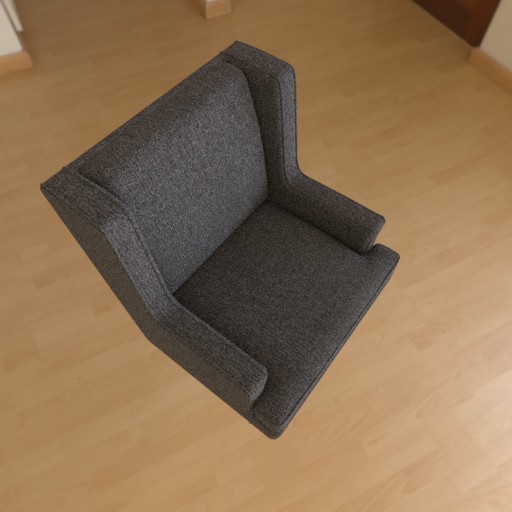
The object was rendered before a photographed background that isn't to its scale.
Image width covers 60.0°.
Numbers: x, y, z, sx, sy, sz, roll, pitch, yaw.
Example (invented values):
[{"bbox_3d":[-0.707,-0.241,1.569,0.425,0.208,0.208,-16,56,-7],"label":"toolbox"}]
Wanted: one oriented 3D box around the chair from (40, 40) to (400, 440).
[{"bbox_3d":[0.000,0.000,1.797,0.927,1.082,0.942,33,63,19],"label":"chair"}]
